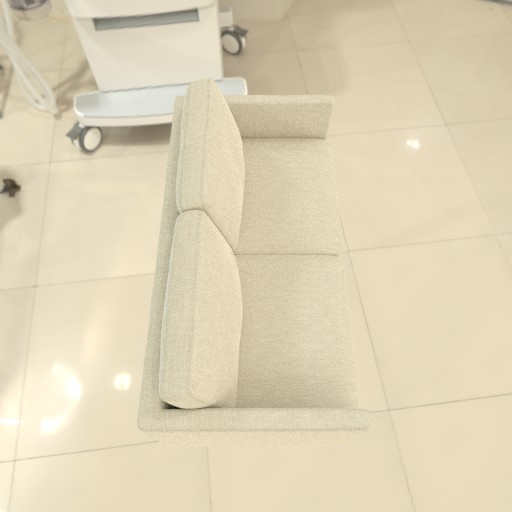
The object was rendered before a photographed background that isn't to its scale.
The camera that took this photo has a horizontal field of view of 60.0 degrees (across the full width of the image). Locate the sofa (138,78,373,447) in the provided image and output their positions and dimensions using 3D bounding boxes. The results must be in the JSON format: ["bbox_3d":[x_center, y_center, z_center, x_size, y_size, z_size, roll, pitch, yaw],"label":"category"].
[{"bbox_3d":[0.000,0.000,2.381,0.950,0.963,1.838,0,62,0],"label":"sofa"}]
